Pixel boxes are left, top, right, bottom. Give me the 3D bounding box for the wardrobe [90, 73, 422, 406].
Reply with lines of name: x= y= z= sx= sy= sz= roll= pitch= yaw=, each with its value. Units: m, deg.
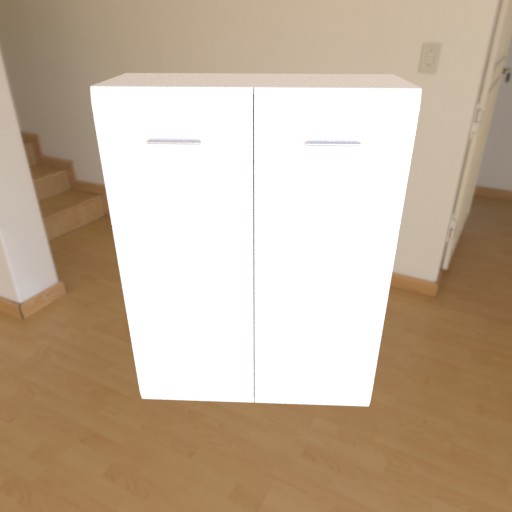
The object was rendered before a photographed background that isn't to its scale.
wardrobe: x=0.000 y=0.000 z=1.616 sx=0.900 sy=1.200 sz=0.360 roll=1 pitch=28 yaw=2
